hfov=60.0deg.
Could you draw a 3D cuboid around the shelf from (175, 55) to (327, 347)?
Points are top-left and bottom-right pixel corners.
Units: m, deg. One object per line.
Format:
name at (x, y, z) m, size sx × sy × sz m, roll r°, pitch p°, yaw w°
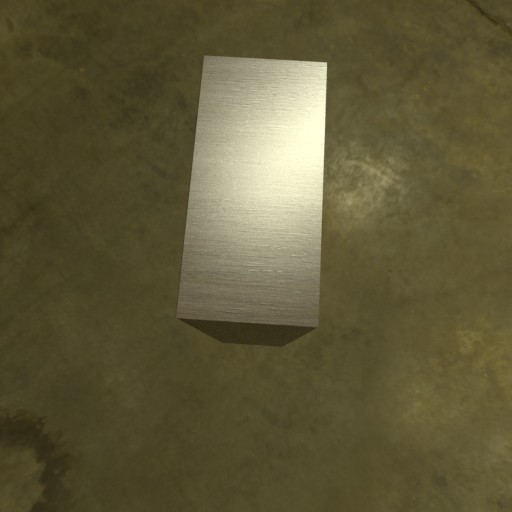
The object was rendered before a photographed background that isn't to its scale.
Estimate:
shelf at (0.000, 0.000, 1.807) m, size 0.323 × 1.545 × 0.670 m, roll 4°, pitch 77°, yaw 1°
